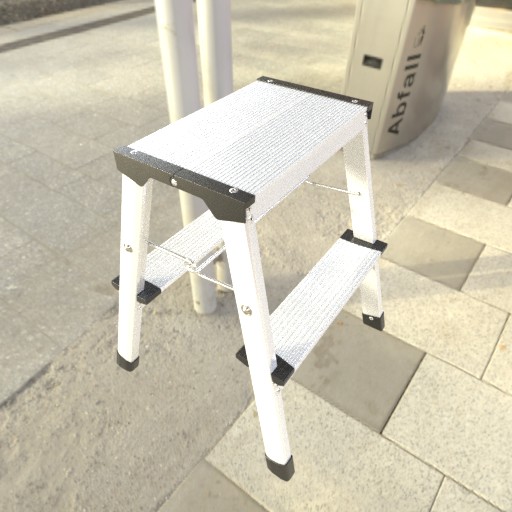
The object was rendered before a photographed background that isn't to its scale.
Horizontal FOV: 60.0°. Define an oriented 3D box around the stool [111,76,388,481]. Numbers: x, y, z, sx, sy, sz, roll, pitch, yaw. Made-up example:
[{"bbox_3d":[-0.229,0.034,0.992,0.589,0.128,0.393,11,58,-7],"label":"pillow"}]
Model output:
[{"bbox_3d":[0.000,0.000,0.766,0.405,0.480,0.404,24,46,26],"label":"stool"}]
